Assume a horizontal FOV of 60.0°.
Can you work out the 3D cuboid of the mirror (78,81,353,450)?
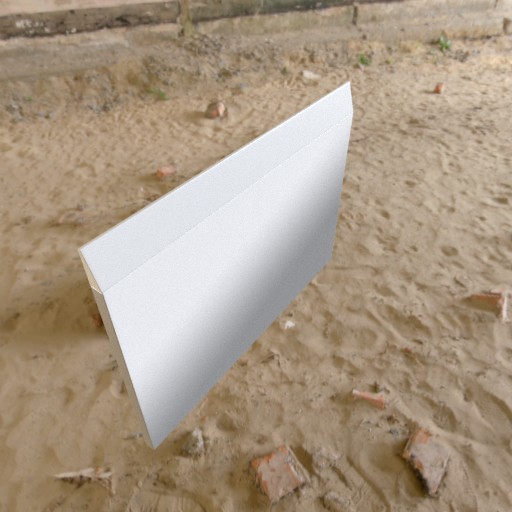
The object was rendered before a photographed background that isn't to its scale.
[{"bbox_3d":[0.000,0.000,1.137,0.030,0.630,0.870,26,48,27],"label":"mirror"}]
